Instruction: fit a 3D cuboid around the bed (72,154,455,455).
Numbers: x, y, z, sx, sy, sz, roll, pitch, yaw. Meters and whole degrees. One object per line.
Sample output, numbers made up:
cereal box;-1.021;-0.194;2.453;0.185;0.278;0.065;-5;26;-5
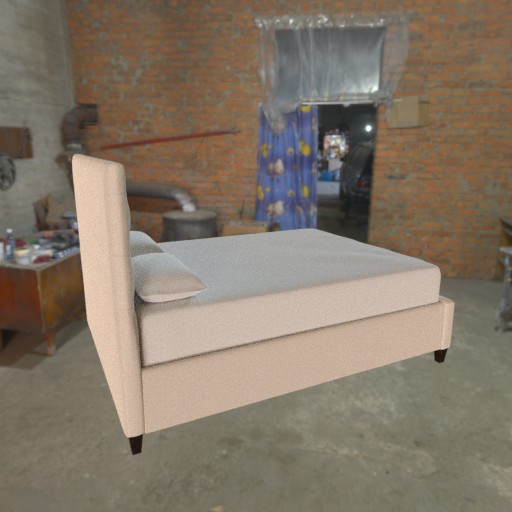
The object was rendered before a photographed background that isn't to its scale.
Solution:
bed;0.000;0.000;3.203;2.233;1.426;1.696;-7;16;-26
